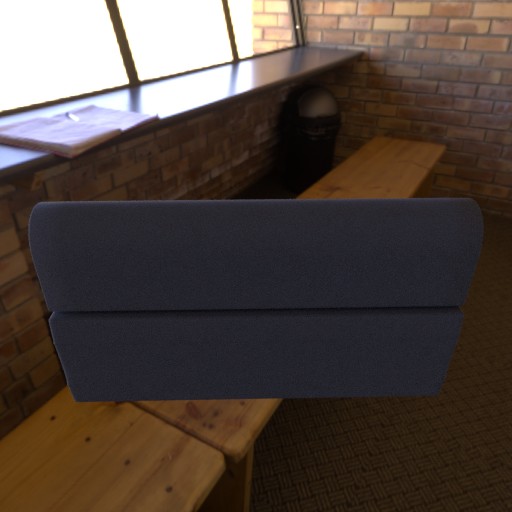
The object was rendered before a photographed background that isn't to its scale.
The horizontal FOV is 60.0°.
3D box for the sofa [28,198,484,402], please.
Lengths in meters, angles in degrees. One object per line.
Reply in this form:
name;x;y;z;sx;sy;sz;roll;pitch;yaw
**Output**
sofa;0.000;0.000;1.605;1.219;0.660;0.762;-1;31;-1
